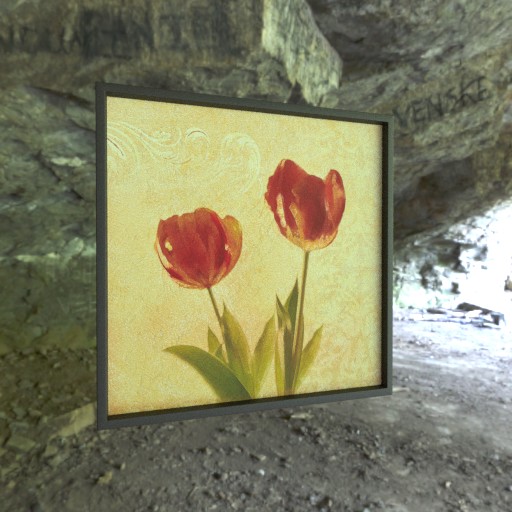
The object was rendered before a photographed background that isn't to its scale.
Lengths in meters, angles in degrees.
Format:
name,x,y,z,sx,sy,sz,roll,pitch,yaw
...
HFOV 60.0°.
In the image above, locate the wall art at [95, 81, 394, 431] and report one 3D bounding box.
name,x,y,z,sx,sy,sz,roll,pitch,yaw
wall art,0.000,0.000,0.516,0.349,0.349,0.038,0,1,-19
